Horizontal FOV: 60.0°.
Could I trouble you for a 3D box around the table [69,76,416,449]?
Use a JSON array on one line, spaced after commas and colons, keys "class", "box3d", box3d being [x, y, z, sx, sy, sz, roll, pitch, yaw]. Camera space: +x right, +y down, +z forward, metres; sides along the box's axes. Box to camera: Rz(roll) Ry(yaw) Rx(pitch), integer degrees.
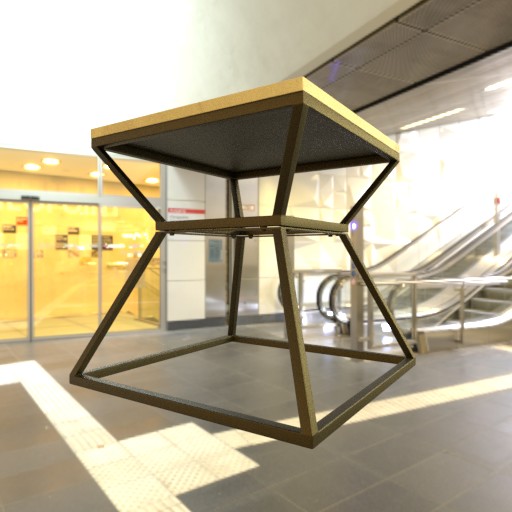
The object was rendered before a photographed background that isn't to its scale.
[{"class": "table", "box3d": [0.000, 0.000, 0.809, 0.455, 0.431, 0.455, 0, 0, 34]}]
